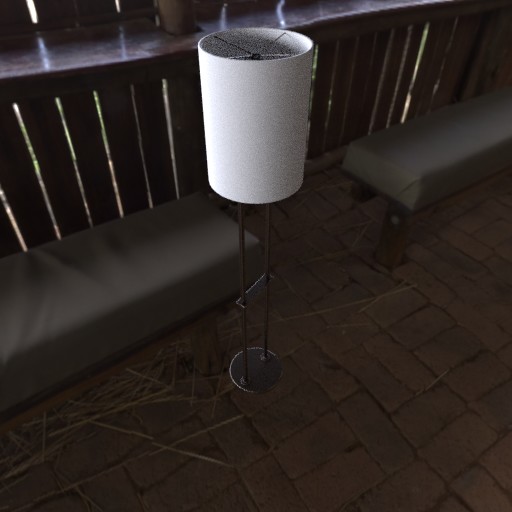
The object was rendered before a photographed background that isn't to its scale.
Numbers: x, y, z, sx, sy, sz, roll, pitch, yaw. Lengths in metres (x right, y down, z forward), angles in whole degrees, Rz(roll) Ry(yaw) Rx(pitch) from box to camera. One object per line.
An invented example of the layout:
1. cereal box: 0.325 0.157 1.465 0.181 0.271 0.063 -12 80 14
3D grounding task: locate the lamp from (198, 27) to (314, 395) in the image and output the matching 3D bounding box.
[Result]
1. lamp: 0.000 0.000 1.668 0.305 1.500 0.306 25 47 26
